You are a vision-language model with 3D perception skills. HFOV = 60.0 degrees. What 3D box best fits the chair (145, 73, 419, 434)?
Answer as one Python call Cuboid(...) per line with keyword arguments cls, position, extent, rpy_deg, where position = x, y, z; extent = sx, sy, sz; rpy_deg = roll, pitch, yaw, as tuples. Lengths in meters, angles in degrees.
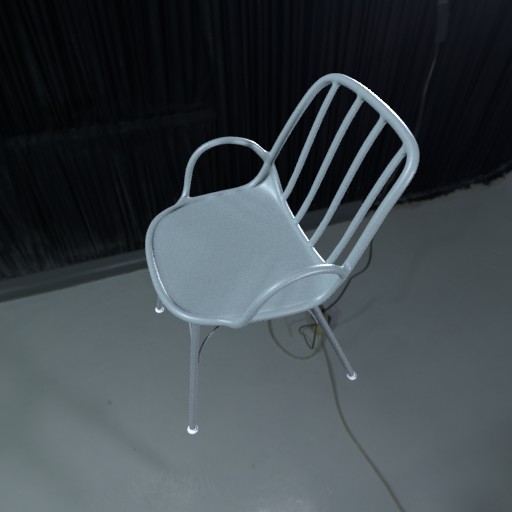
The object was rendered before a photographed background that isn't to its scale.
Cuboid(cls="chair", position=(0.000, 0.000, 1.216), extent=(0.597, 0.816, 0.549), rpy_deg=(-15, 49, -14))
